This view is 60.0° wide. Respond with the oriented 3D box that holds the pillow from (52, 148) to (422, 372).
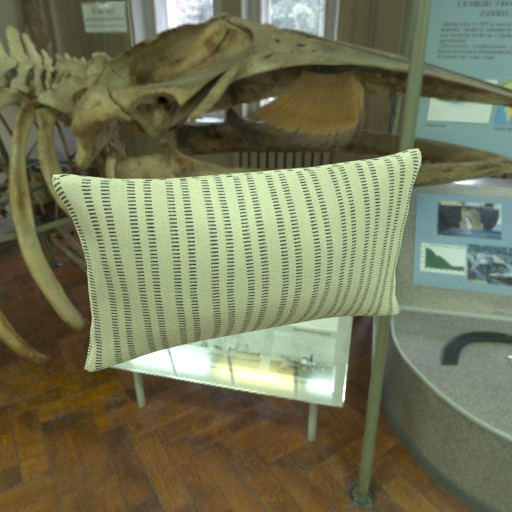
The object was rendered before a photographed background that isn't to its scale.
[{"bbox_3d":[0.000,0.000,0.808,0.640,0.353,0.210,-8,26,-16],"label":"pillow"}]
